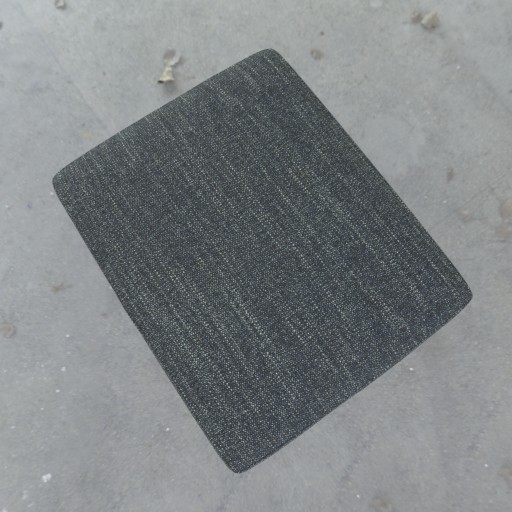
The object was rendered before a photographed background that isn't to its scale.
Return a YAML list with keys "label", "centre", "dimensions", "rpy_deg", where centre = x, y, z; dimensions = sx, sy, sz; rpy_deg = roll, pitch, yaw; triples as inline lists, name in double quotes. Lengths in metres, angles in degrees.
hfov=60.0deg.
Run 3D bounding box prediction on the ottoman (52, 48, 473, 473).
- label: "ottoman"
  centre: [0.000, 0.000, 1.194]
  dimensions: [0.667, 0.491, 0.814]
  rpy_deg: [-34, 79, -8]
